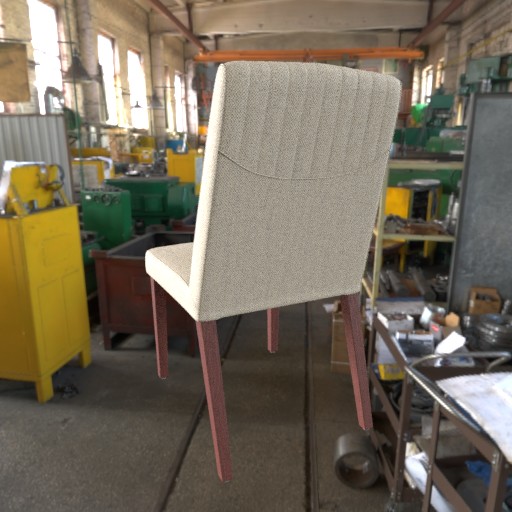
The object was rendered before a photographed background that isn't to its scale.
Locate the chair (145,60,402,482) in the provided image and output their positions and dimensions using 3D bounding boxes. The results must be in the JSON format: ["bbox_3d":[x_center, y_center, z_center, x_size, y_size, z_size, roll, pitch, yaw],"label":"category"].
[{"bbox_3d":[0.000,0.000,1.215,0.480,0.900,0.594,-7,16,-26],"label":"chair"}]
